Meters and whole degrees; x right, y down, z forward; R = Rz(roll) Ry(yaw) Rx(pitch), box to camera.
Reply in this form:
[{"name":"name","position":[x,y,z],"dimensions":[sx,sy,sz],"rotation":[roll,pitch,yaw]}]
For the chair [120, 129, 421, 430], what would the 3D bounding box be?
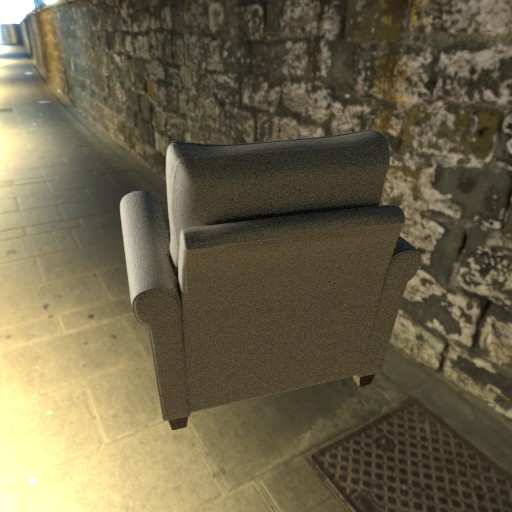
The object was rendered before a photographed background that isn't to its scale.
[{"name":"chair","position":[0.000,0.000,2.268],"dimensions":[1.275,1.349,1.180],"rotation":[-8,28,-15]}]
